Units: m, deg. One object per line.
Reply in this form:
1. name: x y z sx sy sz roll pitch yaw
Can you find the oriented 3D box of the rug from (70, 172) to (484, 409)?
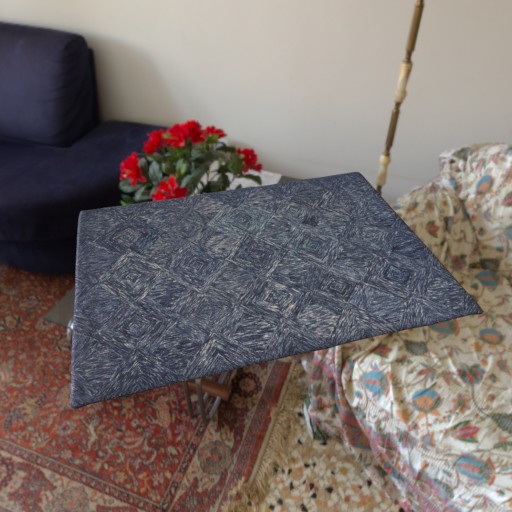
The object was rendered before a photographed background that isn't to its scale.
1. rug: 0.000 0.000 4.155 3.245 0.024 2.385 -10 42 -12
